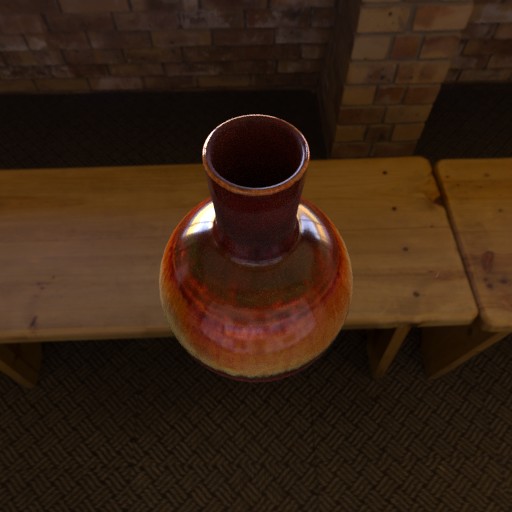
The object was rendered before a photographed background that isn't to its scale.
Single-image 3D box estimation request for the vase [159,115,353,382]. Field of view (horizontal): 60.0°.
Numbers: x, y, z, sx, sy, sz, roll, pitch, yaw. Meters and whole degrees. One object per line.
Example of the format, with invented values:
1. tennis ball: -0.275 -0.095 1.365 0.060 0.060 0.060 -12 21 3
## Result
1. vase: 0.000 0.000 0.234 0.111 0.154 0.111 0 59 0
